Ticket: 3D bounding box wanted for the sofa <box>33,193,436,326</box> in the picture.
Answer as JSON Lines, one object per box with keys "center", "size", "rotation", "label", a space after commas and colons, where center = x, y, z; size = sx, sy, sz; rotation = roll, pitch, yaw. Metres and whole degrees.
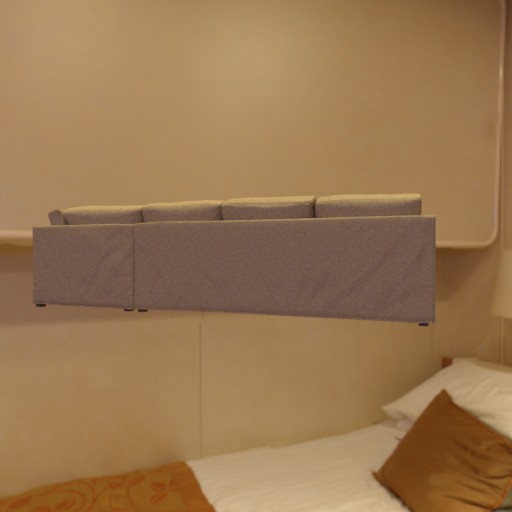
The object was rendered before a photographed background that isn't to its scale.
{"center": [0.000, 0.000, 4.348], "size": [3.182, 0.871, 2.432], "rotation": [0, 0, 19], "label": "sofa"}
